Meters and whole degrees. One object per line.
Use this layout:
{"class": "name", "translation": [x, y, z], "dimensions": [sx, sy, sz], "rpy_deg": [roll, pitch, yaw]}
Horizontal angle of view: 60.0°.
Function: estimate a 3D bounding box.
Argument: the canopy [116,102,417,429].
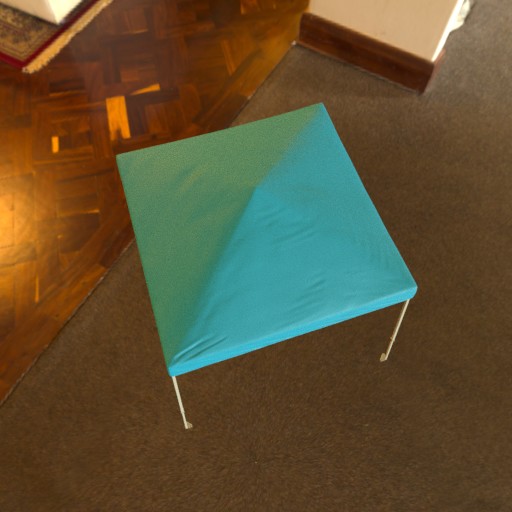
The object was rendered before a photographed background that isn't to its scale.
{"class": "canopy", "translation": [0.000, 0.000, 5.186], "dimensions": [2.850, 2.850, 2.849], "rpy_deg": [-17, 66, -8]}
